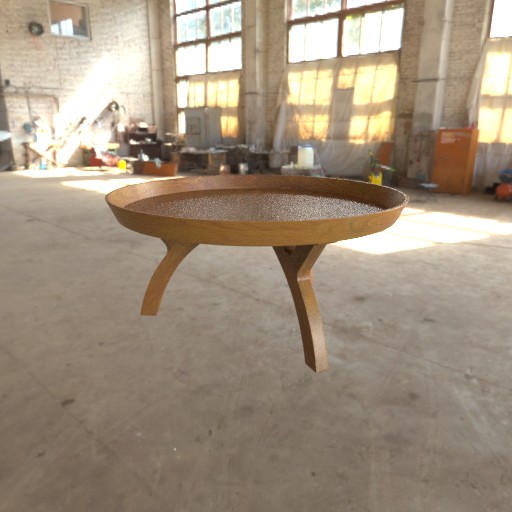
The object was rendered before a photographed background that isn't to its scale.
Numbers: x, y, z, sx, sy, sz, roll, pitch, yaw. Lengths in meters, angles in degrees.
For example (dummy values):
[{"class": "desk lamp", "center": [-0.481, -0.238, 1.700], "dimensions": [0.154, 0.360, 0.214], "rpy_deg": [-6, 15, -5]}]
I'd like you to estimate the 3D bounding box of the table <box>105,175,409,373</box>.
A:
[{"class": "table", "center": [0.000, 0.000, 1.596], "dimensions": [1.016, 0.470, 1.016], "rpy_deg": [0, 17, 0]}]
